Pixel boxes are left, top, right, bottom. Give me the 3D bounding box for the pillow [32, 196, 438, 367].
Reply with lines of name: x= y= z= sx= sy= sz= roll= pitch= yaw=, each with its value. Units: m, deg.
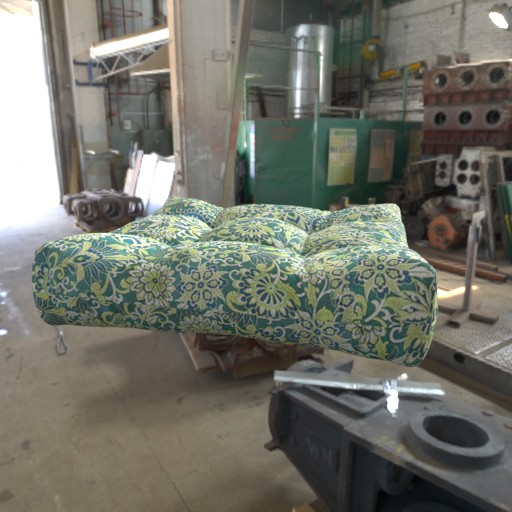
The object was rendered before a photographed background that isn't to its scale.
pillow: x=0.000 y=0.000 z=0.711 sx=0.490 sy=0.128 sz=0.468 roll=3 pitch=16 yaw=11
